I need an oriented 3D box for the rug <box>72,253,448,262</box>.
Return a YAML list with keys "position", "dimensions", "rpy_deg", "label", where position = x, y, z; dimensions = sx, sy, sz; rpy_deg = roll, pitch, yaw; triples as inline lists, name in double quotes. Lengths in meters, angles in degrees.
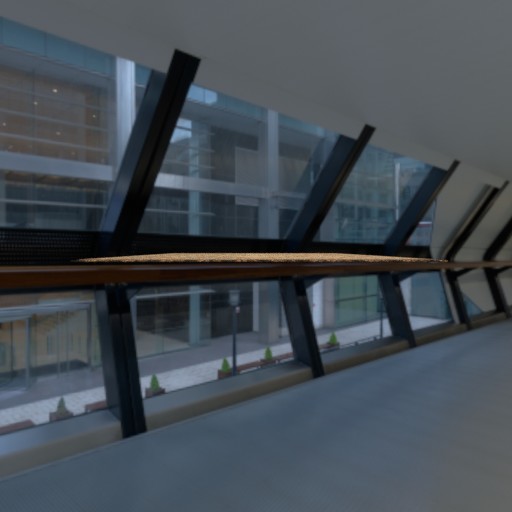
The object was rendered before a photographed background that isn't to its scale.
- position: [0.000, 0.000, 2.985]
  dimensions: [1.516, 0.010, 2.434]
  rpy_deg: [0, 1, -1]
  label: "rug"
